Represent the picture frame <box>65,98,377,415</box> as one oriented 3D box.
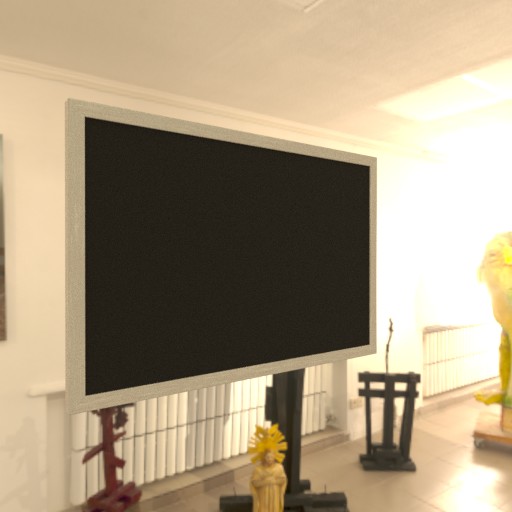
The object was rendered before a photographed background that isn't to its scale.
[{"bbox_3d":[0.000,0.000,1.182,0.950,0.640,0.029,0,0,-36],"label":"picture frame"}]
